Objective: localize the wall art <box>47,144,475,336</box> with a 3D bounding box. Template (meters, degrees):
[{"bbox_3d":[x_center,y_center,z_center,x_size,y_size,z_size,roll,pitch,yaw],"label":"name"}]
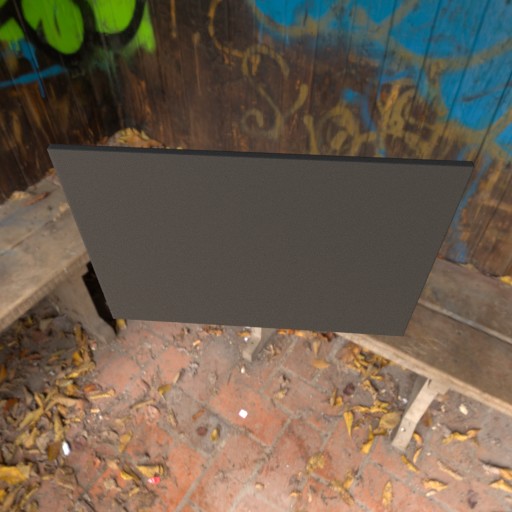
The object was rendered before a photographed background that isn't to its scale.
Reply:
[{"bbox_3d":[0.000,0.000,1.235,0.958,0.656,0.026,3,46,3],"label":"wall art"}]
